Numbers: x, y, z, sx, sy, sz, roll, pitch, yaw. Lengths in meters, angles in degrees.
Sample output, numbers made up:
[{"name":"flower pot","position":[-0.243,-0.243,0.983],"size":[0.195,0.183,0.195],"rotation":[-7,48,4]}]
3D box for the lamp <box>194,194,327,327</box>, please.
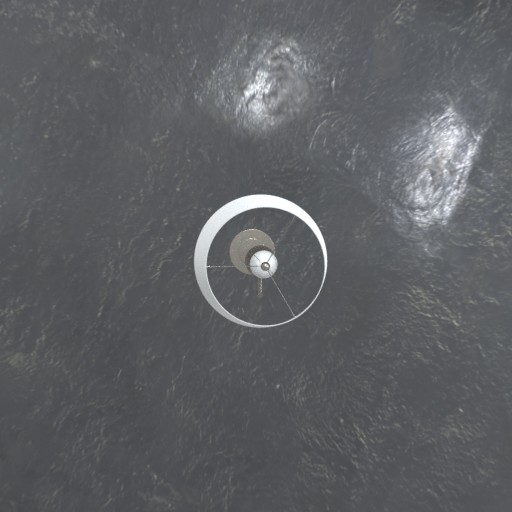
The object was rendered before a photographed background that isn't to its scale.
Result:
[{"name":"lamp","position":[0.000,0.000,1.660],"size":[0.355,1.473,0.355],"rotation":[0,92,-2]}]
